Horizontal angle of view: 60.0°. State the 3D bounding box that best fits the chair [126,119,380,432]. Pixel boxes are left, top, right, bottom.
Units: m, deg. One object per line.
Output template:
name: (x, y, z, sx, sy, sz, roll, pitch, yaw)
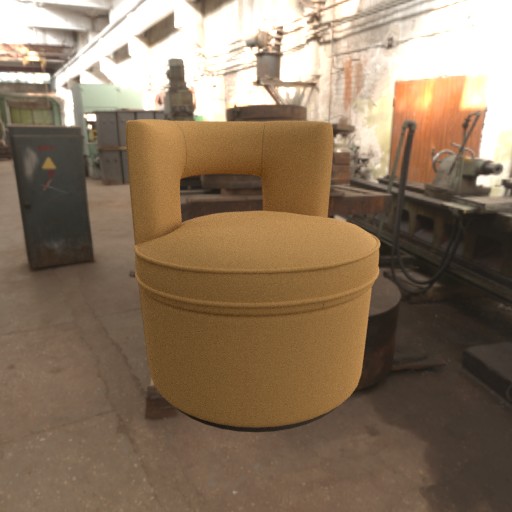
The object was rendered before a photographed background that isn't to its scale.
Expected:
chair: (0.000, 0.000, 1.221, 0.650, 0.723, 0.665, -8, 18, -26)
